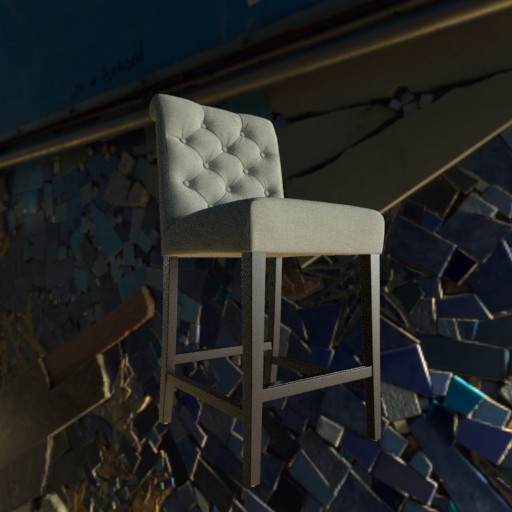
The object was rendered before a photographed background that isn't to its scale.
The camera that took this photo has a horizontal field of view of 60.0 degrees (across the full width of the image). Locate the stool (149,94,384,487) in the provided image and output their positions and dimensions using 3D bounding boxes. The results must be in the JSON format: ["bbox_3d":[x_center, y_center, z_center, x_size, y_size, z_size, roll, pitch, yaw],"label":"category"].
[{"bbox_3d":[0.000,0.000,1.350,0.493,1.040,0.601,1,-1,-36],"label":"stool"}]
